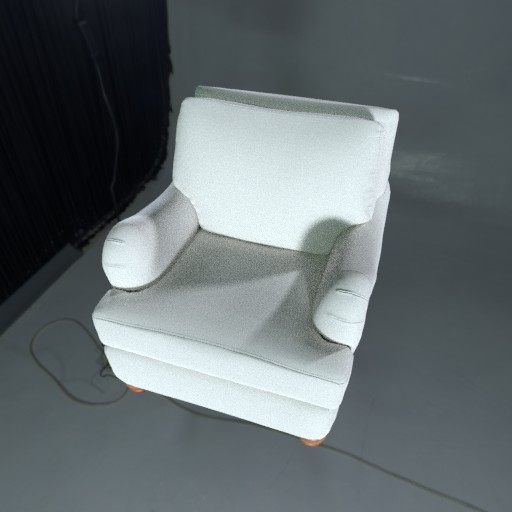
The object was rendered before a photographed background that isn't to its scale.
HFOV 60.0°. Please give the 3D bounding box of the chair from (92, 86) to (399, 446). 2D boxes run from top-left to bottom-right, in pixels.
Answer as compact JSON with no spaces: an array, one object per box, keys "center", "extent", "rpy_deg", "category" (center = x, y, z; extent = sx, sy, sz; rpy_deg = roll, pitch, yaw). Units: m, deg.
[{"center":[0.000,0.000,1.816],"extent":[0.955,1.038,1.070],"rpy_deg":[12,42,14],"category":"chair"}]
